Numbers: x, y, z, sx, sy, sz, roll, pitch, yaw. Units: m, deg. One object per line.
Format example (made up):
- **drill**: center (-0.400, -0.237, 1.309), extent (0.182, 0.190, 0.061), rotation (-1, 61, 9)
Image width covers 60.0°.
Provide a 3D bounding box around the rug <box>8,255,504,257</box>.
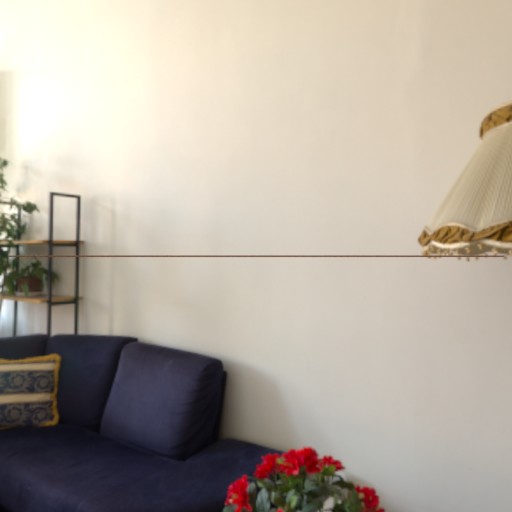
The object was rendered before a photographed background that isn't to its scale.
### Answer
- **rug**: center (0.000, 0.000, 2.936), extent (2.438, 0.008, 1.523), rotation (0, 0, 0)
